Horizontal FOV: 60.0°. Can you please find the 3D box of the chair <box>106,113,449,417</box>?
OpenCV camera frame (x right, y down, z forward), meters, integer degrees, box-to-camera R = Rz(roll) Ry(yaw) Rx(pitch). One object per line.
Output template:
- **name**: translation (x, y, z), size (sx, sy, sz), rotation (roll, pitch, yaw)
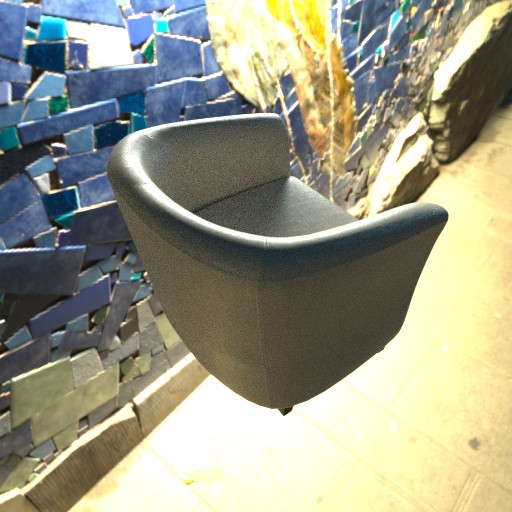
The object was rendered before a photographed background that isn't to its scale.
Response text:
- **chair**: translation (0.000, 0.000, 1.397), size (0.727, 0.756, 0.792), rotation (-25, 47, -26)
